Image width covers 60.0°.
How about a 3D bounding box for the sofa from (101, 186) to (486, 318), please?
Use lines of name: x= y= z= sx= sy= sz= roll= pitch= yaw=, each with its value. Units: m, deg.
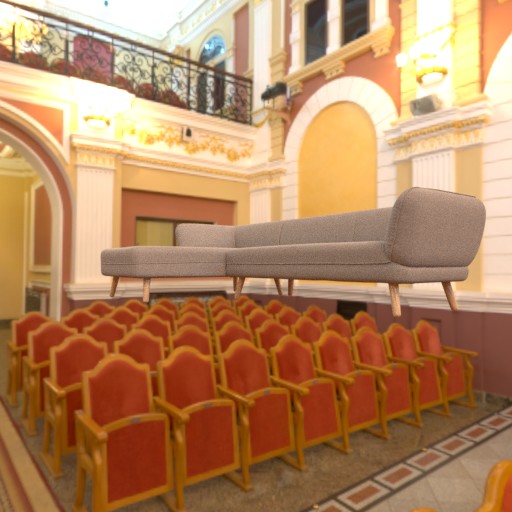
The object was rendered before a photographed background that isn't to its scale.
sofa: x=0.000 y=0.000 z=3.268 sx=1.532 sy=0.693 sz=2.653 roll=1 pitch=-1 yaw=-37
